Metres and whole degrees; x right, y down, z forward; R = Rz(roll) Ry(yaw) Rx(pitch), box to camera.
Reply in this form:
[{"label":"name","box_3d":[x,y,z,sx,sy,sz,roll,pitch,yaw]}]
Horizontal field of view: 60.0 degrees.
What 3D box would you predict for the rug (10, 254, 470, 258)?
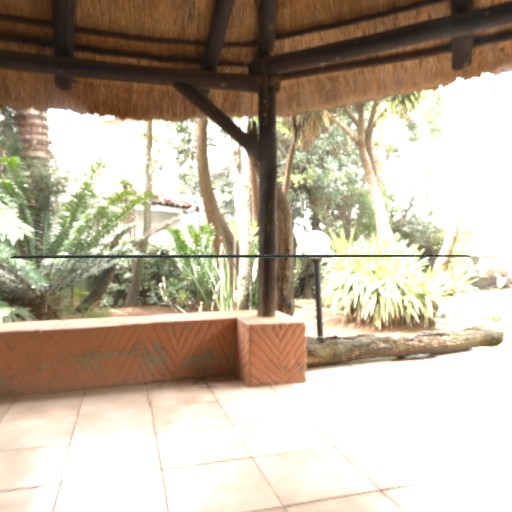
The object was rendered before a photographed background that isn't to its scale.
[{"label":"rug","box_3d":[0.000,0.000,2.352,2.196,0.011,0.662,0,0,-17]}]
